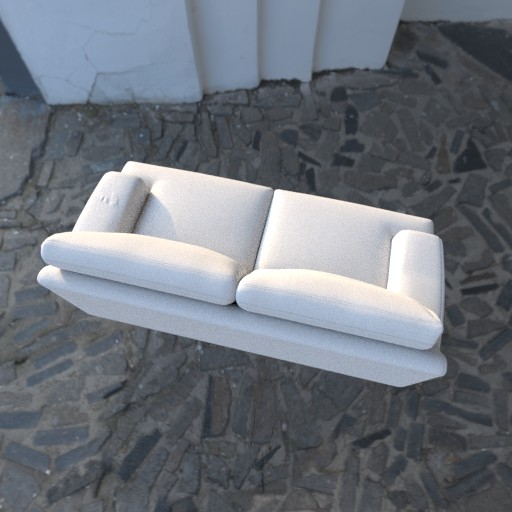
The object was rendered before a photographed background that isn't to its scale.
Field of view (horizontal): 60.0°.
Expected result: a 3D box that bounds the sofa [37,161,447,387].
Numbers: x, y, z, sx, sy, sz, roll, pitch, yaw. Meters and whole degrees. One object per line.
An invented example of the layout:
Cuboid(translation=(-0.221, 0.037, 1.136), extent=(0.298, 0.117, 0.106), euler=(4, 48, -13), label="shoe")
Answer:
Cuboid(translation=(0.000, 0.000, 2.773), extent=(2.261, 0.940, 1.143), euler=(12, 64, 6), label="sofa")
